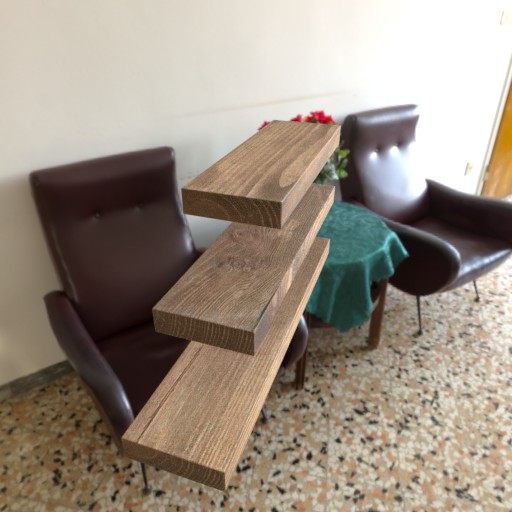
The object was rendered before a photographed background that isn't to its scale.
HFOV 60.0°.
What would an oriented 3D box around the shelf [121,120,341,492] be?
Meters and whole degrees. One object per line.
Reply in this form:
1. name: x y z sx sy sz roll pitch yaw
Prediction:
1. shelf: 0.000 0.000 0.724 0.140 0.293 0.610 10 32 17
